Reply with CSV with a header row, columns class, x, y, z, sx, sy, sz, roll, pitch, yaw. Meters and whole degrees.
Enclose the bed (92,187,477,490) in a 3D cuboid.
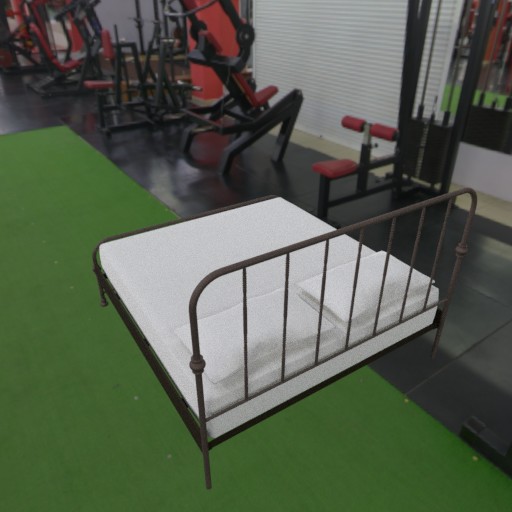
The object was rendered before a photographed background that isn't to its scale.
class,x,y,z,sx,sy,sz,roll,pitch,yaw
bed,0.000,0.000,3.394,2.044,1.446,2.134,-18,35,-28
